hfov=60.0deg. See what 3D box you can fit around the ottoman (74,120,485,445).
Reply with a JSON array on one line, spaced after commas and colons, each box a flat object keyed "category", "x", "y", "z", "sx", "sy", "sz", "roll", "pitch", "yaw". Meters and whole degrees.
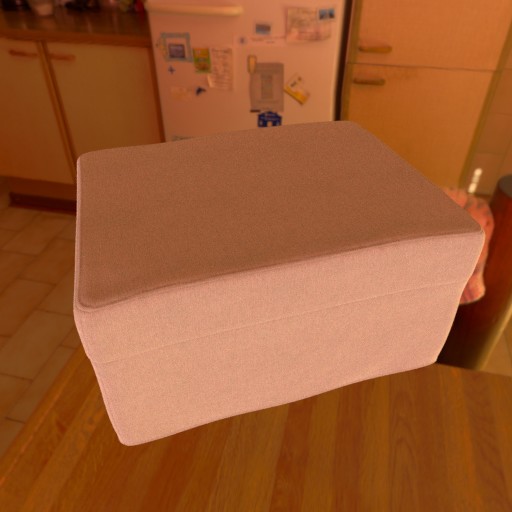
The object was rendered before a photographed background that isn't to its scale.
[{"category": "ottoman", "x": 0.000, "y": 0.000, "z": 1.188, "sx": 0.833, "sy": 0.461, "sz": 0.648, "roll": -11, "pitch": 40, "yaw": -13}]
